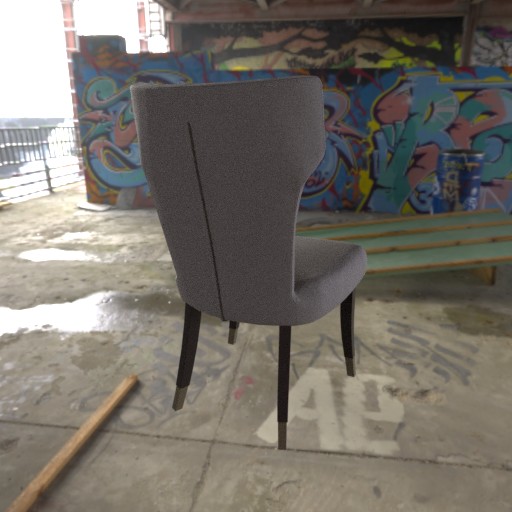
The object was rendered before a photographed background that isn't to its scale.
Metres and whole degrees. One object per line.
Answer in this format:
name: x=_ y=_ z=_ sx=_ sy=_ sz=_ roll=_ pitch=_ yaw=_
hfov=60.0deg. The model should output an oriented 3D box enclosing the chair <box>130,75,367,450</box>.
chair: x=0.000 y=0.000 z=1.314 sx=0.526 sy=0.950 sz=0.630 roll=9 pitch=20 yaw=27
